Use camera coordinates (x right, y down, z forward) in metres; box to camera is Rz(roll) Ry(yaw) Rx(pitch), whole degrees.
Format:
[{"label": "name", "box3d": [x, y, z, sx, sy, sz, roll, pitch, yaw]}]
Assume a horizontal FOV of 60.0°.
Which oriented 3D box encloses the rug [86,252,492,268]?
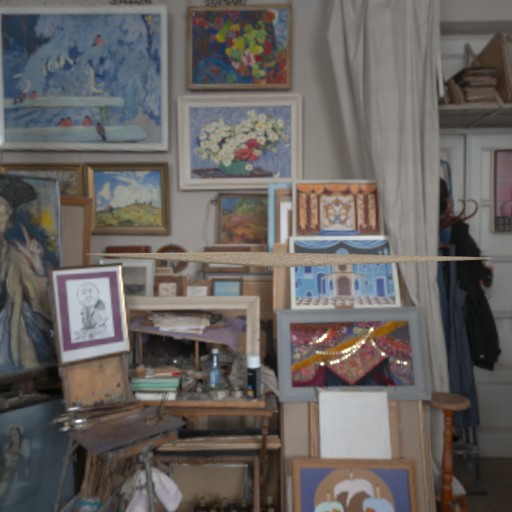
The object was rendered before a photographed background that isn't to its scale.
[{"label": "rug", "box3d": [0.000, 0.000, 2.312, 1.221, 0.006, 1.827, -1, 2, -36]}]
